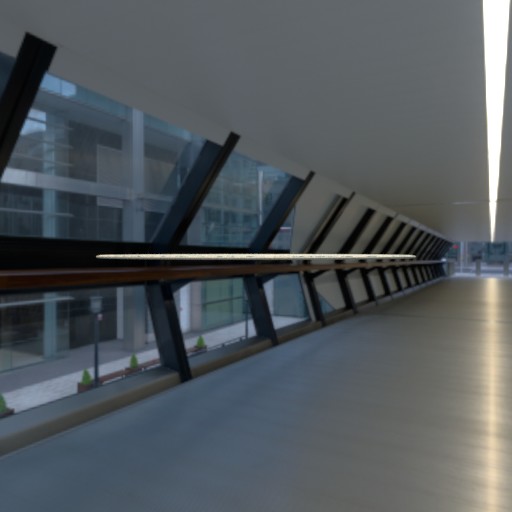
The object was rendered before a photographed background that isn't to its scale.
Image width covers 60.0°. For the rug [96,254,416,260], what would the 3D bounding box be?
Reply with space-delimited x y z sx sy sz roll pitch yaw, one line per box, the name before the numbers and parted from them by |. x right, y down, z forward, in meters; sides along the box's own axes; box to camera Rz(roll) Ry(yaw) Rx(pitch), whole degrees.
rug | 0.000 0.000 2.346 1.593 0.012 1.593 0 1 0
